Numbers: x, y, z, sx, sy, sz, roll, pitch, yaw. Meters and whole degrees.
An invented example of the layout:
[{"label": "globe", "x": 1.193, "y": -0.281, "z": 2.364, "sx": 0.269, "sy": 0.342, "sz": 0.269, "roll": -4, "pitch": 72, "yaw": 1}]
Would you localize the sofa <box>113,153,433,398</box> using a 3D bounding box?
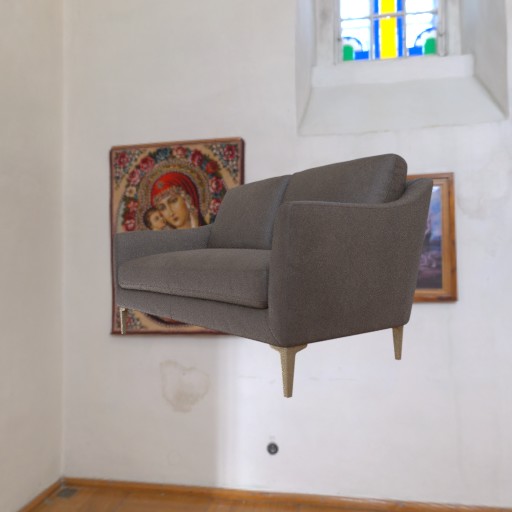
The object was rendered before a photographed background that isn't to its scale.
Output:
[{"label": "sofa", "x": 0.000, "y": 0.000, "z": 2.248, "sx": 0.960, "sy": 0.902, "sz": 1.619, "roll": 0, "pitch": -1, "yaw": -36}]
